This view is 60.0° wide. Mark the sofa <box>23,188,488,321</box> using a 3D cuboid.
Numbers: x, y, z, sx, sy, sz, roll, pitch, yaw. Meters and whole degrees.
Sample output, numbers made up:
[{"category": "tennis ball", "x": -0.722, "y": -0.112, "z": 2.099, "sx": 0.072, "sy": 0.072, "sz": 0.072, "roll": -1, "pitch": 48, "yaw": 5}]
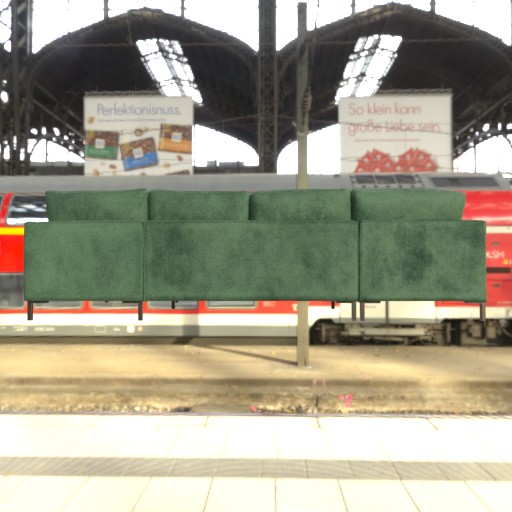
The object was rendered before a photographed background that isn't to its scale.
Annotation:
[{"category": "sofa", "x": 0.000, "y": 0.000, "z": 3.755, "sx": 2.994, "sy": 0.861, "sz": 1.992, "roll": 0, "pitch": -1, "yaw": 0}]
